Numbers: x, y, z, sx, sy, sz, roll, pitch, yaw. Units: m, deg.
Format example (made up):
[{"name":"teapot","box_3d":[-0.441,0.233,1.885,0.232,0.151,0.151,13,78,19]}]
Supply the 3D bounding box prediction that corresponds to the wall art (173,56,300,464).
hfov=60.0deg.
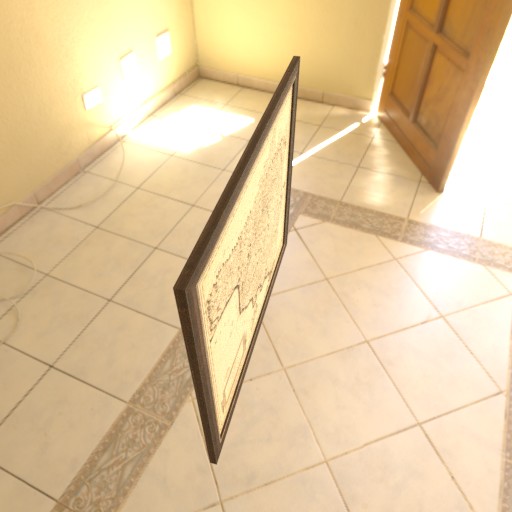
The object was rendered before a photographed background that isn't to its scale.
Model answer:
[{"name":"wall art","box_3d":[0.000,0.000,1.441,0.023,0.875,1.033,11,47,10]}]
